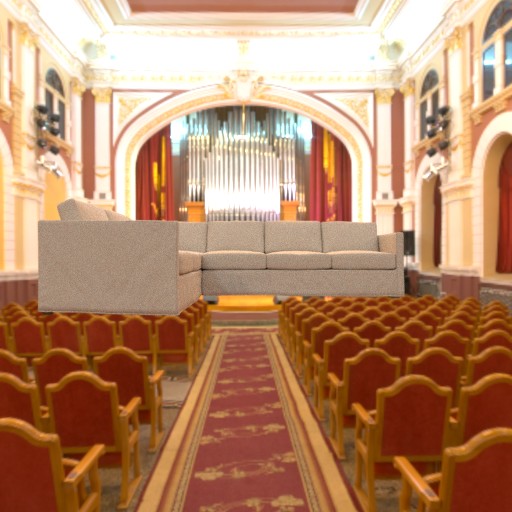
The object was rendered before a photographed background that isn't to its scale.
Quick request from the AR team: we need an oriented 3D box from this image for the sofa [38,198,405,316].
[{"bbox_3d":[0.000,0.000,4.402,3.182,0.871,2.432,0,0,-1],"label":"sofa"}]
